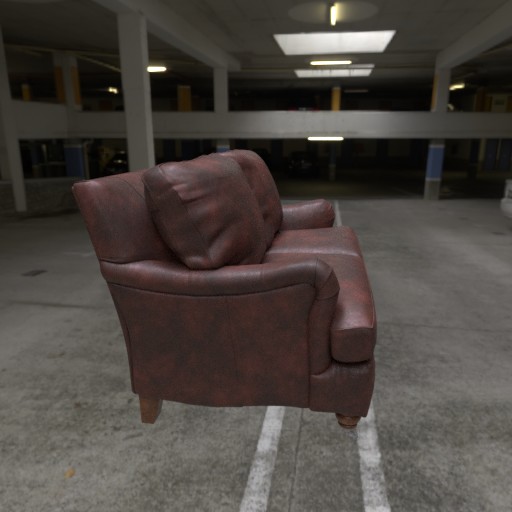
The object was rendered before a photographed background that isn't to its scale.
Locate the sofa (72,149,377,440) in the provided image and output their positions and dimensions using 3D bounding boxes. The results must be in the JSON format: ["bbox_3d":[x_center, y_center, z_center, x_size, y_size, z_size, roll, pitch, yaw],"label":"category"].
[{"bbox_3d":[0.000,0.000,2.358,1.148,1.070,1.628,2,16,9],"label":"sofa"}]
